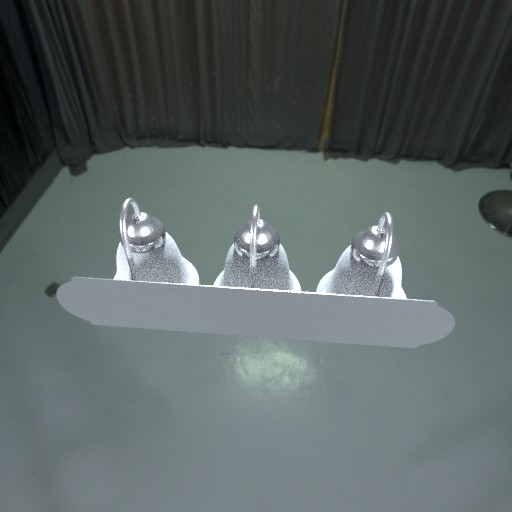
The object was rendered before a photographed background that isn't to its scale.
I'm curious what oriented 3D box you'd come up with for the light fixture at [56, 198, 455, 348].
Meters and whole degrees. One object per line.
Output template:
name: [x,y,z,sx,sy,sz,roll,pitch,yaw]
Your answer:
light fixture: [0.000,0.000,0.731,0.610,0.222,0.199,4,46,3]
